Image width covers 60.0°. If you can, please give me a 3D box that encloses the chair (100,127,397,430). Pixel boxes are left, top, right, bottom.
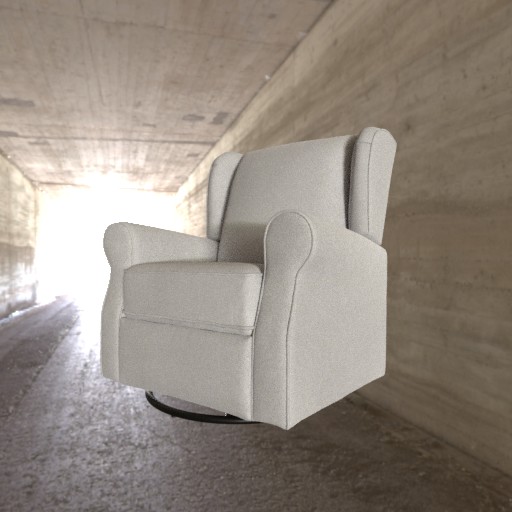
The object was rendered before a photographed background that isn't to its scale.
[{"bbox_3d":[0.000,0.000,1.670,0.906,0.967,0.854,1,1,37],"label":"chair"}]
